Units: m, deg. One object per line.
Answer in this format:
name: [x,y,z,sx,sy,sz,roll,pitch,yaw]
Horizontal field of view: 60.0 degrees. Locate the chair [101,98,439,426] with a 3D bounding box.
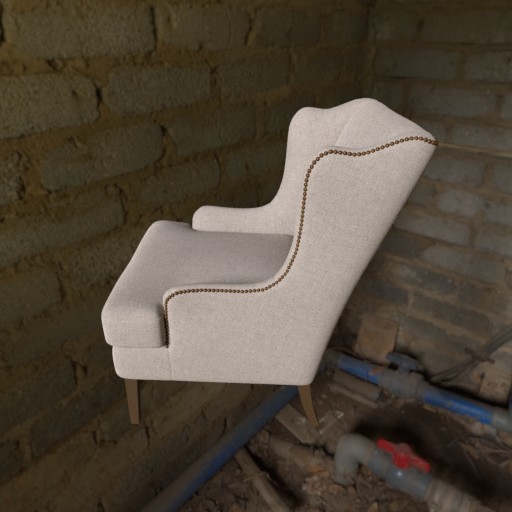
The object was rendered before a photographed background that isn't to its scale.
chair: [0.000,0.000,1.614,0.940,1.029,0.737,0,27,1]
